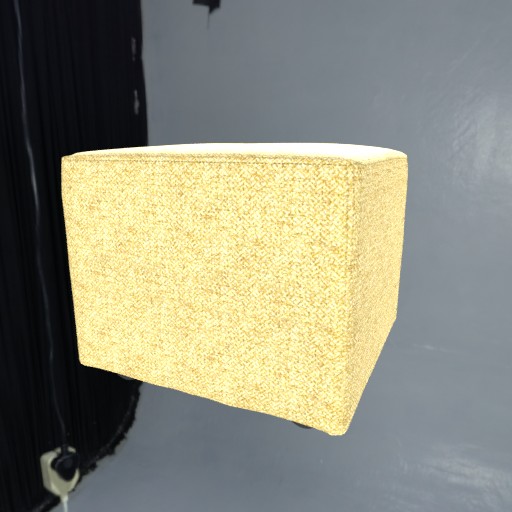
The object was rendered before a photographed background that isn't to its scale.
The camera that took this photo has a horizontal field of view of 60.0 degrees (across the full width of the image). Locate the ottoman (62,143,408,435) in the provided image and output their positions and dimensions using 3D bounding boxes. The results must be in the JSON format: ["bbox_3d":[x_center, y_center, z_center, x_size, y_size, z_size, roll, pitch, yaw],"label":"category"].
[{"bbox_3d":[0.000,0.000,0.895,0.512,0.441,0.505,6,15,25],"label":"ottoman"}]
